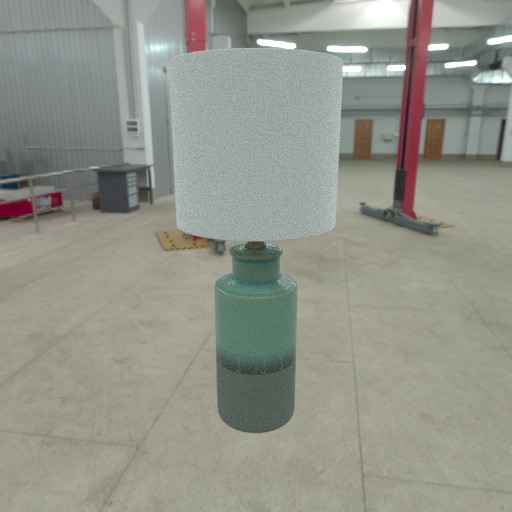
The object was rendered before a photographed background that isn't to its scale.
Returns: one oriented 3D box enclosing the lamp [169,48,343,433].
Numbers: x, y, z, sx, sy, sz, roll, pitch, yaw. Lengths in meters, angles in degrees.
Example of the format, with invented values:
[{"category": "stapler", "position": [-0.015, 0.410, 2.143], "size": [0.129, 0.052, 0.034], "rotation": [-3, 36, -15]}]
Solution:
[{"category": "lamp", "position": [0.000, 0.000, 0.613], "size": [0.212, 0.493, 0.212], "rotation": [-7, 17, -25]}]
